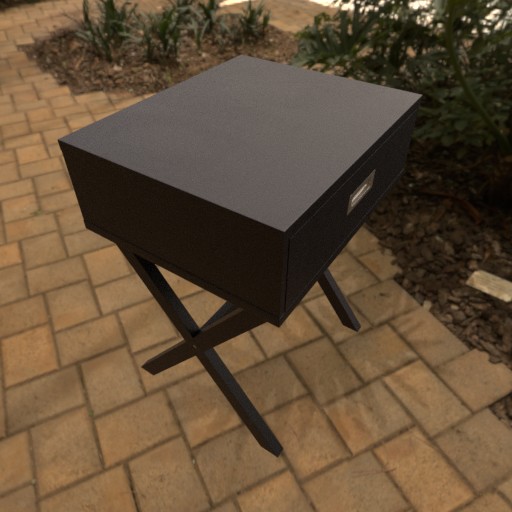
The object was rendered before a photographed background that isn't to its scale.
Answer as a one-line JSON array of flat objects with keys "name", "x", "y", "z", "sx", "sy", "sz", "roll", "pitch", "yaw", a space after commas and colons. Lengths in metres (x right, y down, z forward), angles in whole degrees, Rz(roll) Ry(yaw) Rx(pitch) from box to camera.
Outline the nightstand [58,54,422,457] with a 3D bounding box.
[{"name": "nightstand", "x": 0.000, "y": 0.000, "z": 0.939, "sx": 0.402, "sy": 0.623, "sz": 0.479, "roll": 24, "pitch": 47, "yaw": 25}]
